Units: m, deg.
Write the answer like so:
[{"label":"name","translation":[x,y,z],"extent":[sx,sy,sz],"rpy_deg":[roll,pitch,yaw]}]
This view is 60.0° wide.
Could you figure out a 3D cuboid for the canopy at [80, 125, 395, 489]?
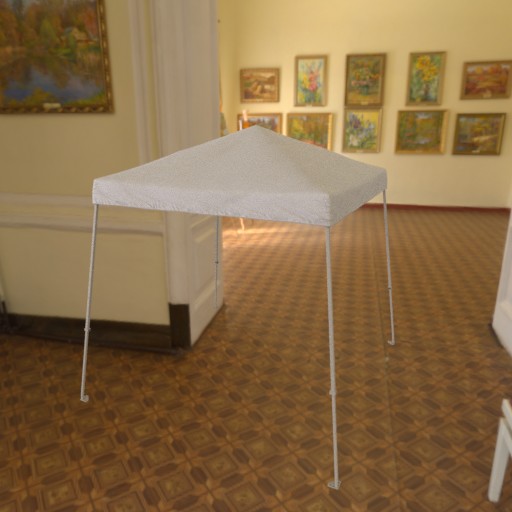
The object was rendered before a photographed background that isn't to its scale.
[{"label":"canopy","translation":[0.000,0.000,6.353],"extent":[3.599,3.600,3.600],"rpy_deg":[8,18,25]}]
